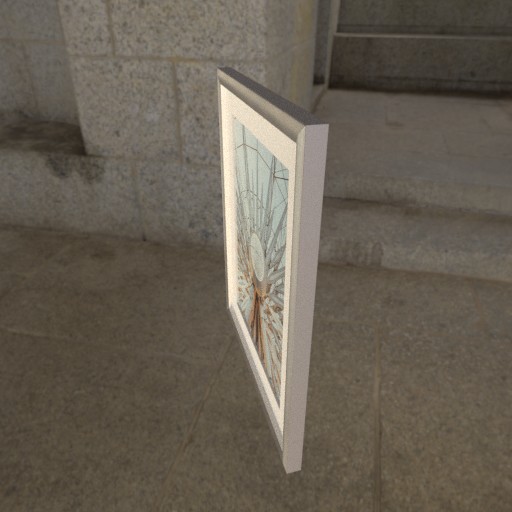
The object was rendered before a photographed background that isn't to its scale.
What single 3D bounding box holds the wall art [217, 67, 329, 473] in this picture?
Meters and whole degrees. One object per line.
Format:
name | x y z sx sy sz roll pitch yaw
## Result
wall art | 0.000 0.000 0.774 0.029 0.558 0.458 -8 31 -13
